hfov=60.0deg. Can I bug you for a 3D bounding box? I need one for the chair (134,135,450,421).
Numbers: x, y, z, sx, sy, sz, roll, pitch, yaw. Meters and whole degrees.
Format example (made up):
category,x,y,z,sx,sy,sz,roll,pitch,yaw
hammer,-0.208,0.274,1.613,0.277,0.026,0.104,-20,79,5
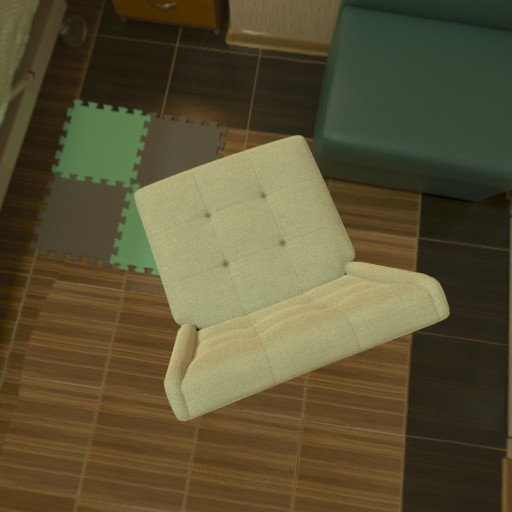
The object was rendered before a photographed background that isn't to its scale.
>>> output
category,x,y,z,sx,sy,sz,roll,pitch,yaw
chair,0.000,0.000,1.291,0.569,0.853,0.676,-20,77,-5
